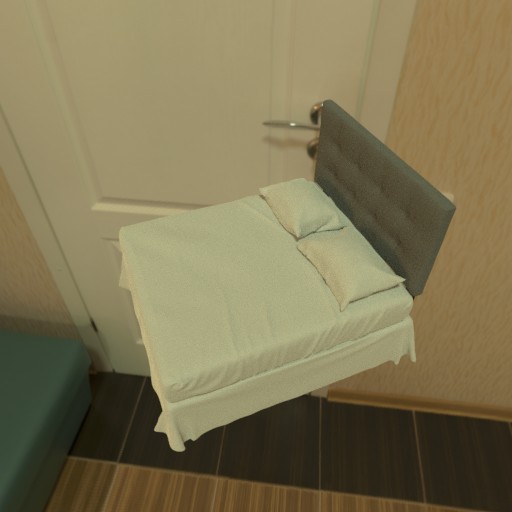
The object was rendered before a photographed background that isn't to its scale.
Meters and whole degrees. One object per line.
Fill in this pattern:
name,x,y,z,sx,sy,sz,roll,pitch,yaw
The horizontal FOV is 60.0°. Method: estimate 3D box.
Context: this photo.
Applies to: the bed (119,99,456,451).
bed,0.000,0.000,3.552,2.222,1.577,1.936,-16,47,-15
